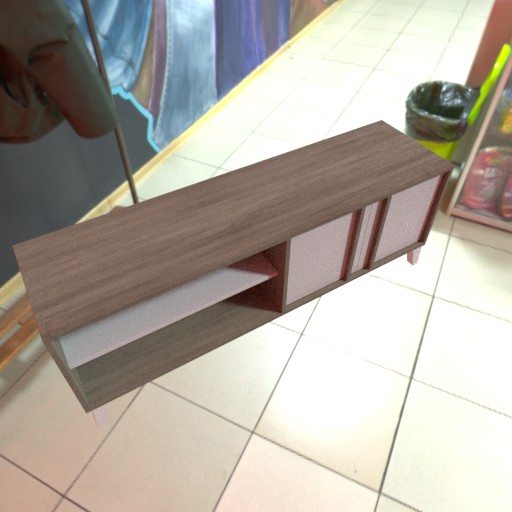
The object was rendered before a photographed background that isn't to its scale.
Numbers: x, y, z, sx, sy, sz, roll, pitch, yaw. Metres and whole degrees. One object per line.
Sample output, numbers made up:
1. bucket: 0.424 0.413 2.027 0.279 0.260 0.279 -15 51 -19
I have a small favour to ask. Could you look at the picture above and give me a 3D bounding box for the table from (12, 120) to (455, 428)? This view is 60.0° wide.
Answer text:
1. table: 0.000 0.000 1.696 1.500 0.530 0.400 -23 50 -21
